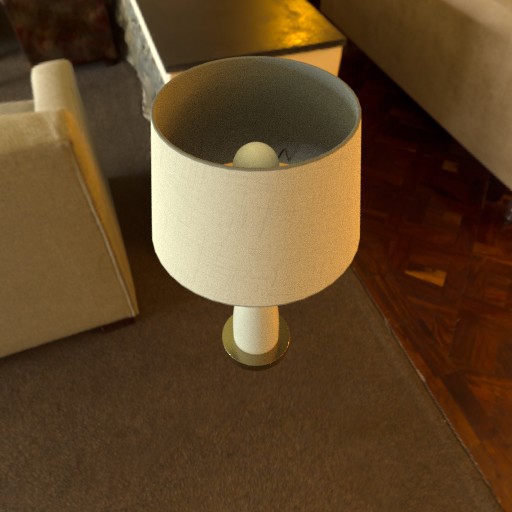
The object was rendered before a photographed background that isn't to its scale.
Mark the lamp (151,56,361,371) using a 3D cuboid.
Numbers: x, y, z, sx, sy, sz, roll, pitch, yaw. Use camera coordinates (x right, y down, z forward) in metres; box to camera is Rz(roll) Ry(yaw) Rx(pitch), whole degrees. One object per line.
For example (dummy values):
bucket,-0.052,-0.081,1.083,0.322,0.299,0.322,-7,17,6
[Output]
lamp,0.000,0.000,0.726,0.309,0.545,0.309,0,49,0
